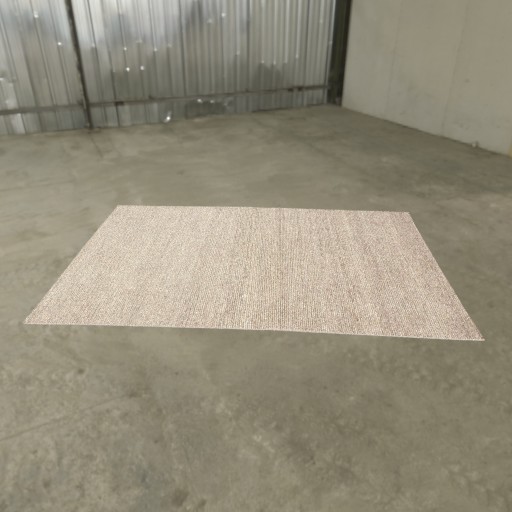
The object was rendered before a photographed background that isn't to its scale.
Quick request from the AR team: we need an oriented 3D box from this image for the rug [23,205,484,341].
[{"bbox_3d":[0.000,0.000,2.209,1.792,0.021,1.154,2,30,3],"label":"rug"}]
